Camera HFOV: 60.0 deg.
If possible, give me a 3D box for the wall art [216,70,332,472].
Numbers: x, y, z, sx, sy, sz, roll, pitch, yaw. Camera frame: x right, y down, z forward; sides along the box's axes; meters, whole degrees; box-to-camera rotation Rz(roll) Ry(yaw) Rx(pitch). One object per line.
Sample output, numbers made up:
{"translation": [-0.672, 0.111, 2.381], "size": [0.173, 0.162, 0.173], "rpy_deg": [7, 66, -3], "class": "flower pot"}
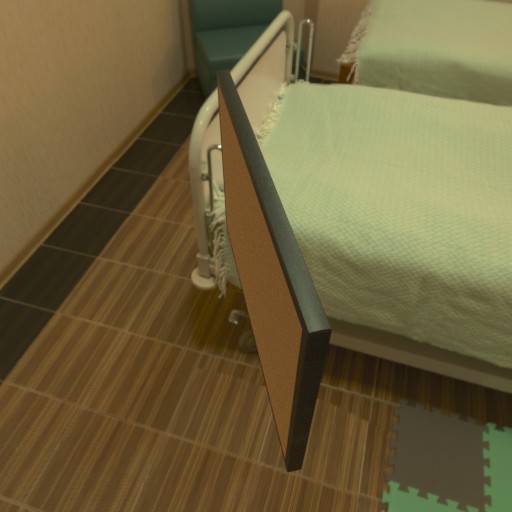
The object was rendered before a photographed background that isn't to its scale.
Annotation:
{"translation": [0.000, 0.000, 1.184], "size": [0.038, 0.612, 0.912], "rpy_deg": [-9, 47, -8], "class": "wall art"}
